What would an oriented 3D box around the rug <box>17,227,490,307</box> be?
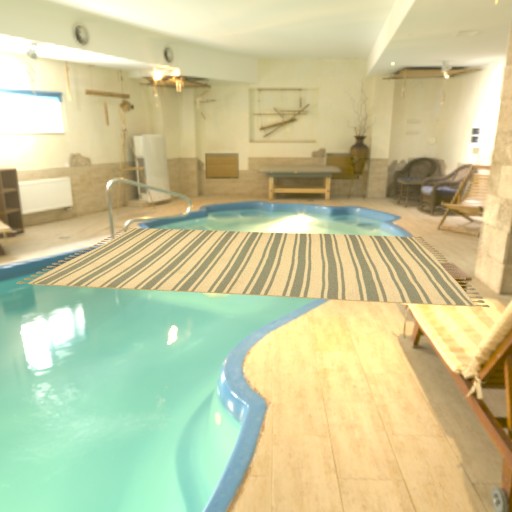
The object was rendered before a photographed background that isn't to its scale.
[{"bbox_3d":[0.000,0.000,2.482,2.084,0.009,1.222,2,16,8],"label":"rug"}]
